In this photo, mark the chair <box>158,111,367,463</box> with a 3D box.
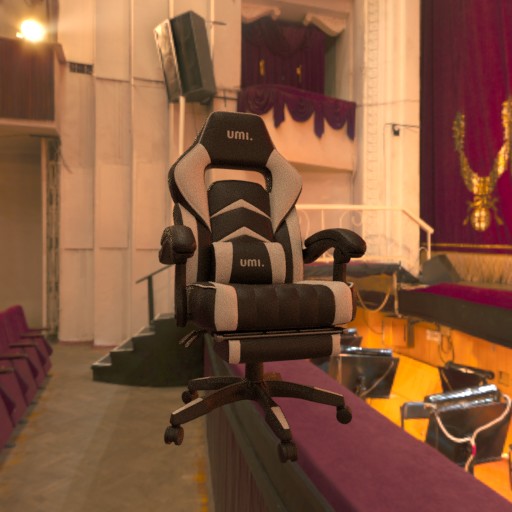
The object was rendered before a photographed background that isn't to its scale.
[{"bbox_3d":[0.000,0.000,1.602,0.676,1.200,0.700,0,0,-17],"label":"chair"}]
